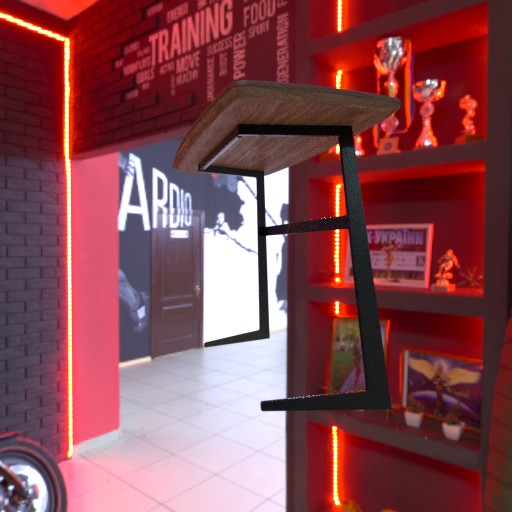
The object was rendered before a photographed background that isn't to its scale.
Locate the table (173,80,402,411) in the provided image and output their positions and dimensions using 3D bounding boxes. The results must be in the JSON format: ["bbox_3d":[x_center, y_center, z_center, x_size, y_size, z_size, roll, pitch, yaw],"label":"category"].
[{"bbox_3d":[0.000,0.000,1.127,0.361,0.576,0.804,0,1,-18],"label":"table"}]
